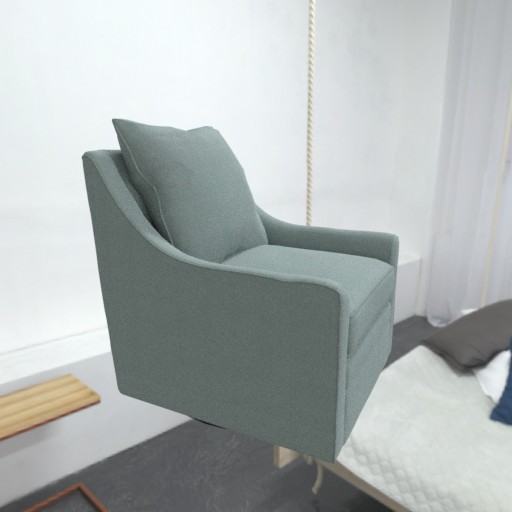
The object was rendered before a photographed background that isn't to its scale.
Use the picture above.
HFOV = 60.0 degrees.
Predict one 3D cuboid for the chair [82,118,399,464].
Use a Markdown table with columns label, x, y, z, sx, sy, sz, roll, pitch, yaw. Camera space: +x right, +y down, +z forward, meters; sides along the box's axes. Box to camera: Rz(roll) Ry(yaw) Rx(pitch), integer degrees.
| label | x | y | z | sx | sy | sz | roll | pitch | yaw |
| --- | --- | --- | --- | --- | --- | --- | --- | --- | --- |
| chair | 0.000 | 0.000 | 1.574 | 0.870 | 0.926 | 0.760 | 7 | 15 | 27 |
